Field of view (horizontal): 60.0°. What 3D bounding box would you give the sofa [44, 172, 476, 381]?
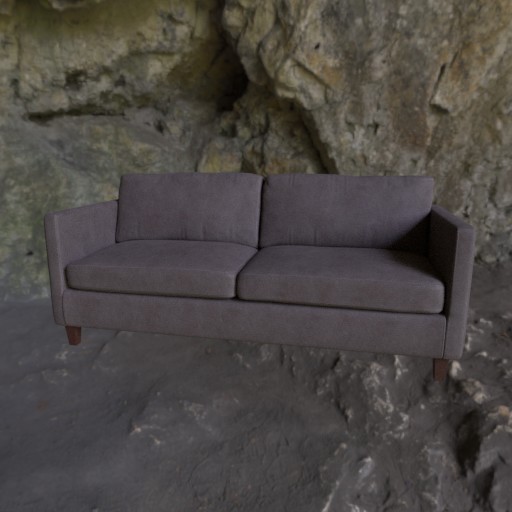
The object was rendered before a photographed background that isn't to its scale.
[{"bbox_3d":[0.000,0.000,2.661,2.208,0.965,0.951,3,13,12],"label":"sofa"}]
